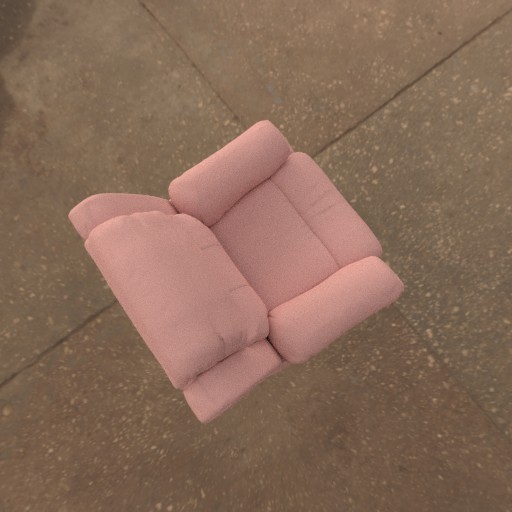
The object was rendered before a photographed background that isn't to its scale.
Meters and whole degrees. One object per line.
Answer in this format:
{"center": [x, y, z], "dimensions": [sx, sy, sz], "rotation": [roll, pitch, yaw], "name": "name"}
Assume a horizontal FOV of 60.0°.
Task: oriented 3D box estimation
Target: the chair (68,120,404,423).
{"center": [0.000, 0.000, 1.306], "dimensions": [0.709, 0.702, 0.680], "rotation": [-35, 78, -8], "name": "chair"}
